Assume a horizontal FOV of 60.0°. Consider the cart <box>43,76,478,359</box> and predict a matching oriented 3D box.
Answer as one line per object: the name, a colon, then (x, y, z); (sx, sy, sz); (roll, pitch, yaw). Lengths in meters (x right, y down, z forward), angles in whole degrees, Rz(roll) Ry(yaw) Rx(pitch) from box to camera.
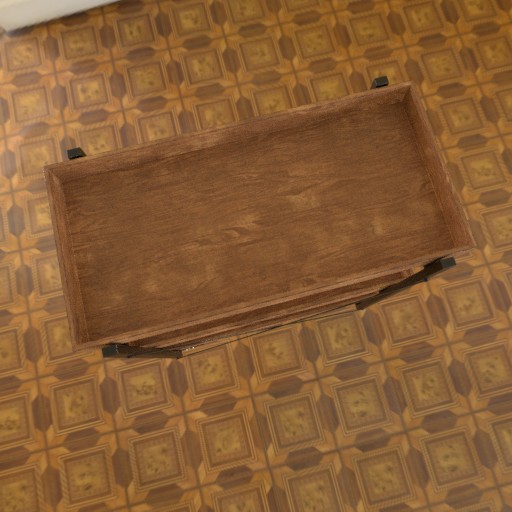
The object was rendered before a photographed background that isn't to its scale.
cart: (0.000, 0.000, 1.219); (0.750, 0.800, 0.411); (-14, 77, -3)
